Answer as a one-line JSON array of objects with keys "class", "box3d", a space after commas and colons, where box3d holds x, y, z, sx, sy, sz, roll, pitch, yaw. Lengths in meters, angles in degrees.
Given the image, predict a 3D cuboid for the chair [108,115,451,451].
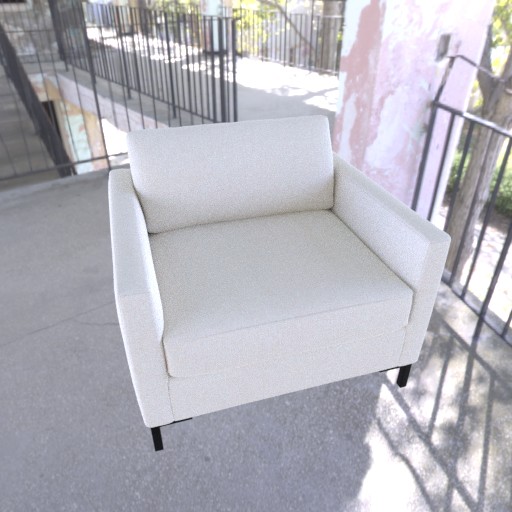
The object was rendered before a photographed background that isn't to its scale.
[{"class": "chair", "box3d": [0.000, 0.000, 1.598, 0.964, 0.806, 0.875, -9, 33, -14]}]
